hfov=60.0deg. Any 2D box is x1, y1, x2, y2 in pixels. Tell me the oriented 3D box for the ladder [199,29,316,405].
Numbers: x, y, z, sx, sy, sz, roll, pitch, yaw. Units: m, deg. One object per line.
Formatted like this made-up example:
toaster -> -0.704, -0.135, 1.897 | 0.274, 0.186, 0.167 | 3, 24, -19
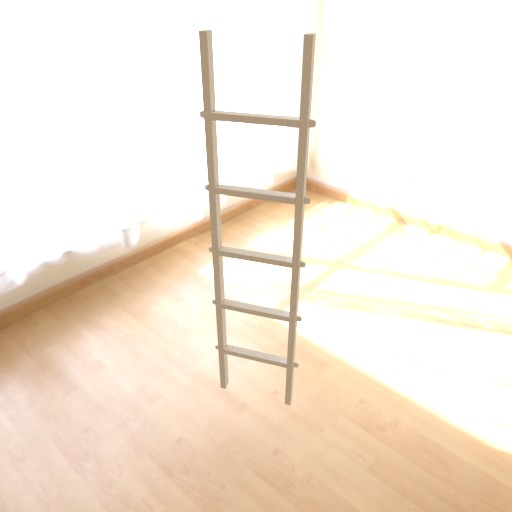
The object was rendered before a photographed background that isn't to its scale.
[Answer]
ladder -> 0.000, 0.000, 1.983 | 0.452, 1.797, 0.051 | 10, 33, 15
